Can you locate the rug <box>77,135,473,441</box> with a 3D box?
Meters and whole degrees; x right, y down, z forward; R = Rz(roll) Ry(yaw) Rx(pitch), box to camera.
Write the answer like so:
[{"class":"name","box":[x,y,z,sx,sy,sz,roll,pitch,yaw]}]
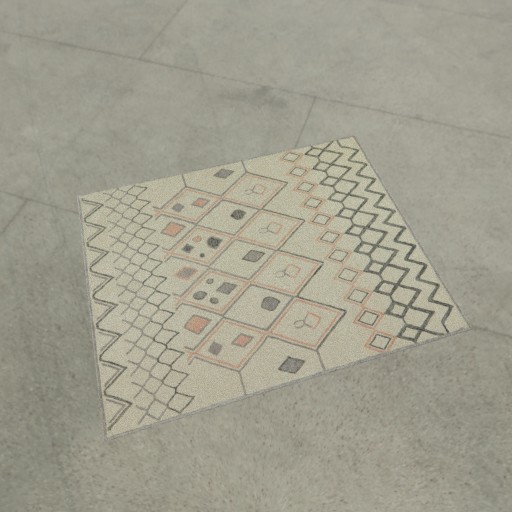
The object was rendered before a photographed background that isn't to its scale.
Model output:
[{"class":"rug","box":[0.000,0.000,4.095,3.050,0.016,2.441,-14,58,-9]}]
